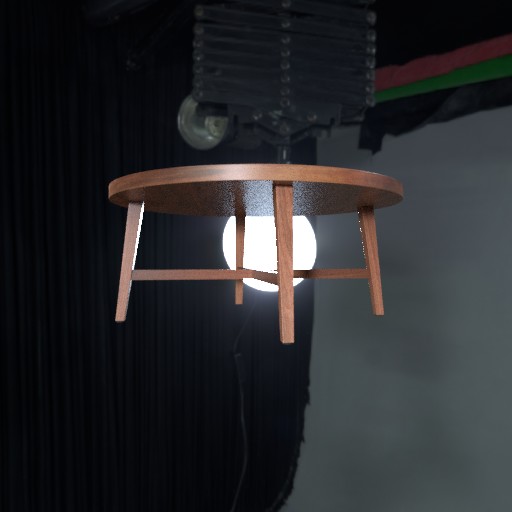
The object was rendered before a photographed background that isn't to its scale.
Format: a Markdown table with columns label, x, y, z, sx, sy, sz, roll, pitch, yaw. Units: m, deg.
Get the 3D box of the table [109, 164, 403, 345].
| label | x | y | z | sx | sy | sz | roll | pitch | yaw |
| --- | --- | --- | --- | --- | --- | --- | --- | --- | --- |
| table | 0.000 | 0.000 | 1.269 | 0.800 | 0.360 | 0.800 | 0 | 0 | 0 |
